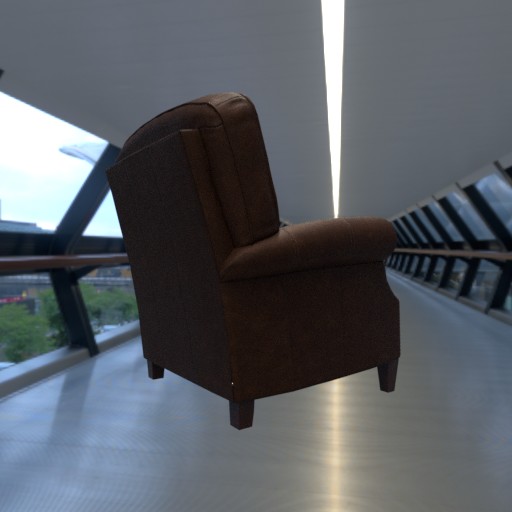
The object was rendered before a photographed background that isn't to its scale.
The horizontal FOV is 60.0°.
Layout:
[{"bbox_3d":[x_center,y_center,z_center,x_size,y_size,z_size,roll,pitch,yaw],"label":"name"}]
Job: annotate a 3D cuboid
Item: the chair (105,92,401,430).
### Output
[{"bbox_3d":[0.000,0.000,1.755,0.986,1.018,0.936,0,0,-35],"label":"chair"}]
